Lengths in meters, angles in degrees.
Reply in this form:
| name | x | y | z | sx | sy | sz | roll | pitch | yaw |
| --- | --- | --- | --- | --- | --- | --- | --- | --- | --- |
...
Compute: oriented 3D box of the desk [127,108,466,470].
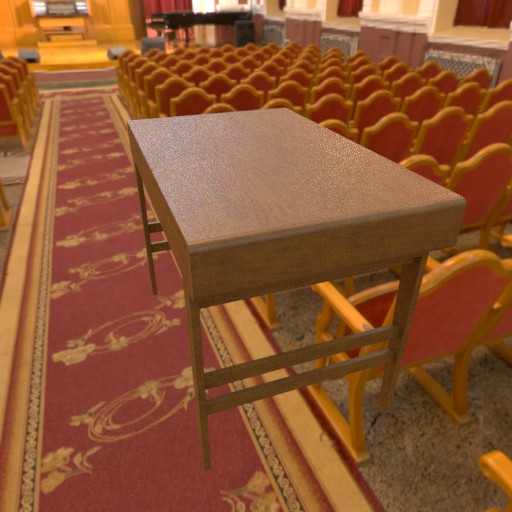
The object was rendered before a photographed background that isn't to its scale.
| name | x | y | z | sx | sy | sz | roll | pitch | yaw |
| --- | --- | --- | --- | --- | --- | --- | --- | --- | --- |
| desk | 0.000 | 0.000 | 1.548 | 0.660 | 0.754 | 1.066 | -11 | 32 | -17 |
